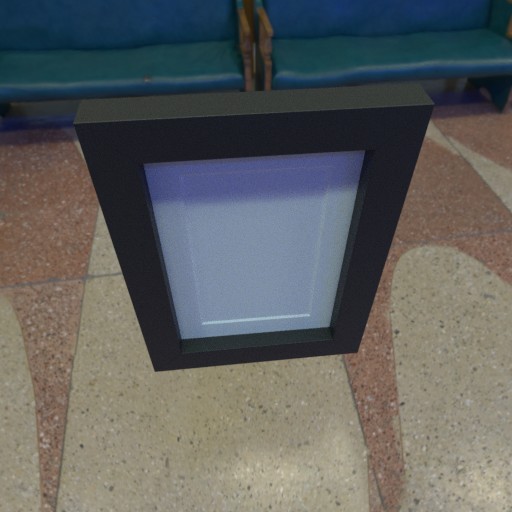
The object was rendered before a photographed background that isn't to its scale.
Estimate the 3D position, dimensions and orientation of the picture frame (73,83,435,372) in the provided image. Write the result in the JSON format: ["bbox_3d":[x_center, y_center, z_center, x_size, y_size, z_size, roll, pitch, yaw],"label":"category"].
[{"bbox_3d":[0.000,0.000,0.276,0.157,0.208,0.028,-4,46,-4],"label":"picture frame"}]
